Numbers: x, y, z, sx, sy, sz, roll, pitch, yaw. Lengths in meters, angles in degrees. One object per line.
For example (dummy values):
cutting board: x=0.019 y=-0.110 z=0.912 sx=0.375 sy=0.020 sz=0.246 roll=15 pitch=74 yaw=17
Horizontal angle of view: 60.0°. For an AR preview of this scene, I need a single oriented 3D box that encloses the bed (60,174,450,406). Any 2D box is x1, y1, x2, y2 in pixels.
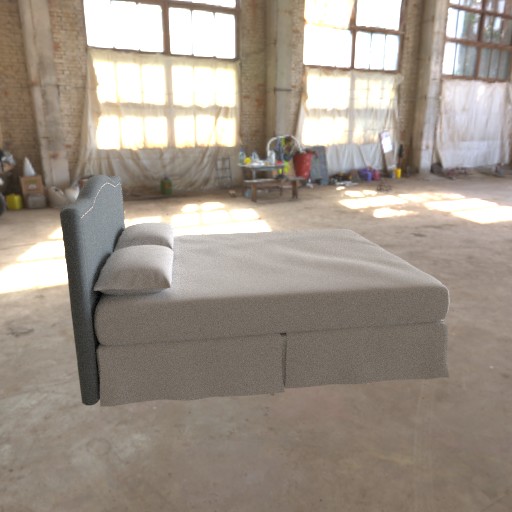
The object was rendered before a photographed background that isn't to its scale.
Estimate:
bed: x=0.000 y=0.000 z=3.949 sx=2.689 sy=1.457 sz=2.161 roll=-3 pitch=16 yaw=-9
